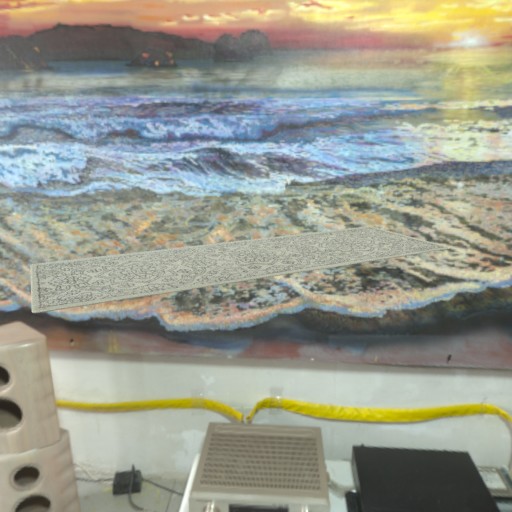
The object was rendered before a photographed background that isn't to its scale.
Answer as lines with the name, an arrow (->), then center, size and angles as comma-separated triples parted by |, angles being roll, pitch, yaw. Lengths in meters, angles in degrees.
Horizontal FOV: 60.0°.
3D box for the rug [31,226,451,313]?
rug -> 0.000, 0.000, 2.667 | 2.431, 0.006, 0.806 | -7, 17, -26
